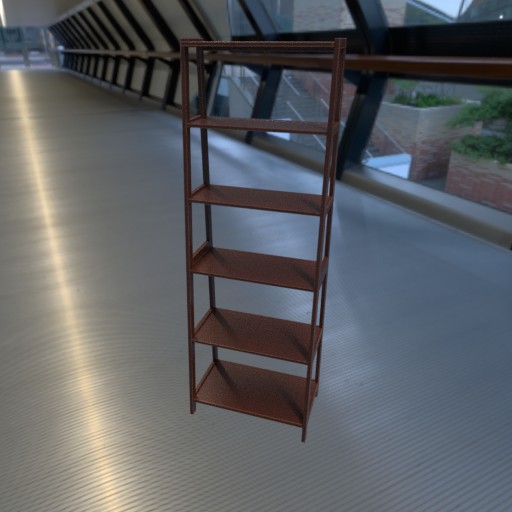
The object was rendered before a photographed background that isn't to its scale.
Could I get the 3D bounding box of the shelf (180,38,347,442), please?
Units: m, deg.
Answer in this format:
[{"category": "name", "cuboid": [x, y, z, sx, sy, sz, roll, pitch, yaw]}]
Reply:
[{"category": "shelf", "cuboid": [0.000, 0.000, 2.146, 0.660, 1.892, 0.381, 8, 27, 16]}]
